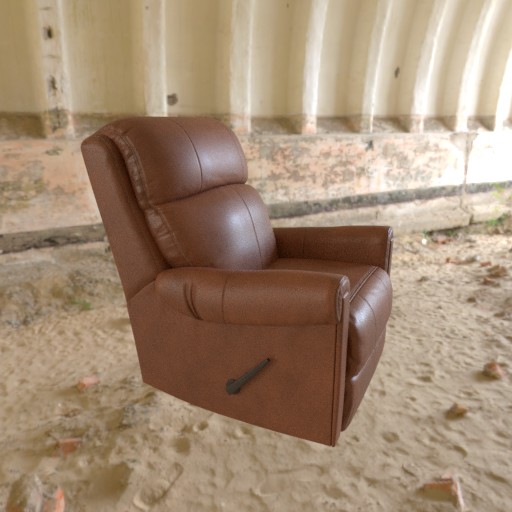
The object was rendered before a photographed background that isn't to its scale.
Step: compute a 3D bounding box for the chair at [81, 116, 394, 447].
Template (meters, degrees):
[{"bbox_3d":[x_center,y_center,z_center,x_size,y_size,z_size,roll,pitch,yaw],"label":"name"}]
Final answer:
[{"bbox_3d":[0.000,0.000,1.752,1.014,1.054,0.838,8,18,25],"label":"chair"}]
